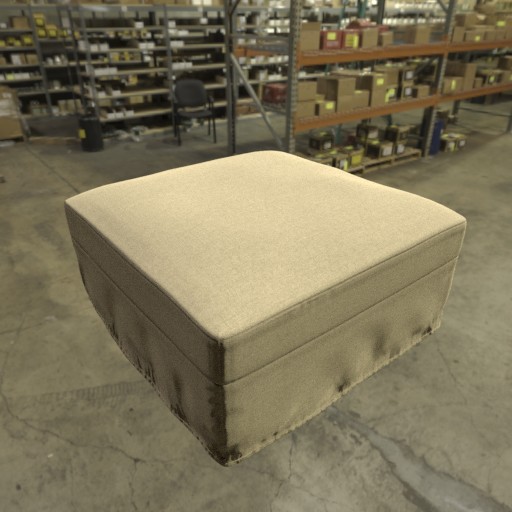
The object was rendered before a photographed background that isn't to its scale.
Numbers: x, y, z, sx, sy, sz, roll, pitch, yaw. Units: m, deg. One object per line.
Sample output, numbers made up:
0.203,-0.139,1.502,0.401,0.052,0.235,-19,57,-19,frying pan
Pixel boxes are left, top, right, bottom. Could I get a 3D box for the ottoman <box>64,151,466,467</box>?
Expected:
0.000,0.000,1.326,0.840,0.436,0.843,-21,36,-33,ottoman
